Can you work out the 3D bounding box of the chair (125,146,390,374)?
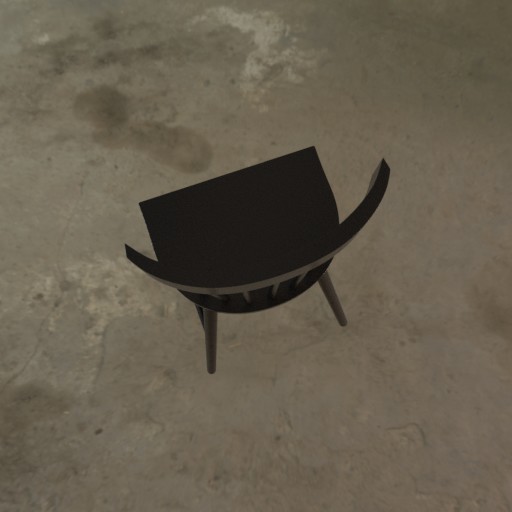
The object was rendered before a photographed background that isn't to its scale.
[{"bbox_3d":[0.000,0.000,1.147,0.506,0.844,0.483,-19,77,-4],"label":"chair"}]
